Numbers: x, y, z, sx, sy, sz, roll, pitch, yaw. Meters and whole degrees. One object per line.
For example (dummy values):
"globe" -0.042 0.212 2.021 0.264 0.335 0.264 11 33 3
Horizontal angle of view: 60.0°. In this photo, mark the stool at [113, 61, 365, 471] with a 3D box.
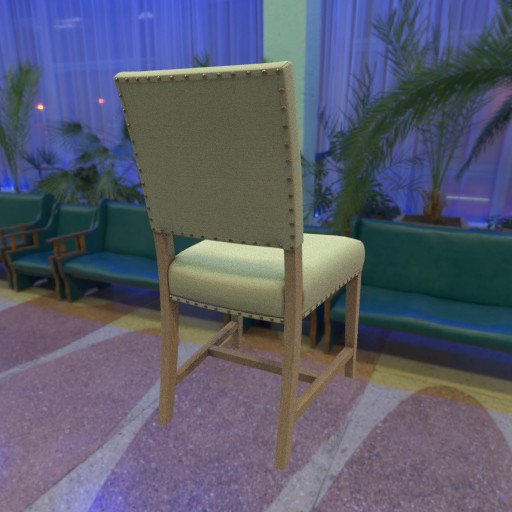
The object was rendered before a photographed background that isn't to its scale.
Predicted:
"stool" 0.000 0.000 1.317 0.508 0.986 0.623 8 19 26
